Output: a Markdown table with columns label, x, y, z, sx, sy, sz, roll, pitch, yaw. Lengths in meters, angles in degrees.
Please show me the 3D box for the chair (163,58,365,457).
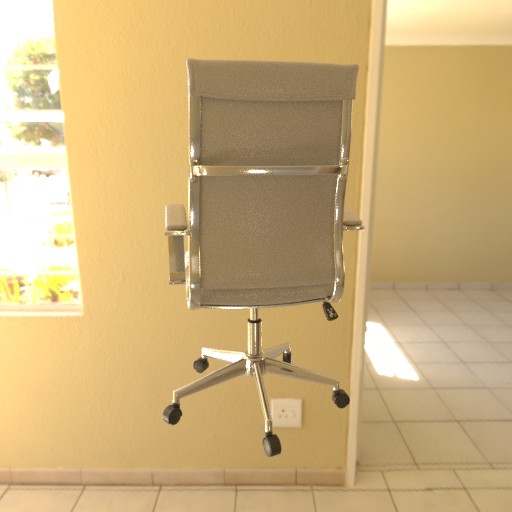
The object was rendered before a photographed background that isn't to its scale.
| label | x | y | z | sx | sy | sz | roll | pitch | yaw |
| --- | --- | --- | --- | --- | --- | --- | --- | --- | --- |
| chair | 0.000 | 0.000 | 1.534 | 0.679 | 1.149 | 0.667 | -2 | 13 | -9 |
